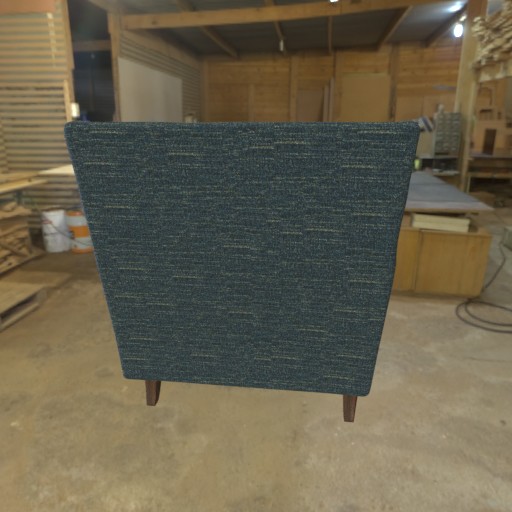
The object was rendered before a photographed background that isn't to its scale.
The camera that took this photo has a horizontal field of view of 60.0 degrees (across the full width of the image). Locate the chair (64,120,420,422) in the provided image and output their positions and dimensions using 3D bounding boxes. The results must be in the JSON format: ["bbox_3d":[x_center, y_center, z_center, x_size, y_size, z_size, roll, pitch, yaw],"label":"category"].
[{"bbox_3d":[0.000,0.000,1.586,0.864,0.928,0.873,2,17,7],"label":"chair"}]
